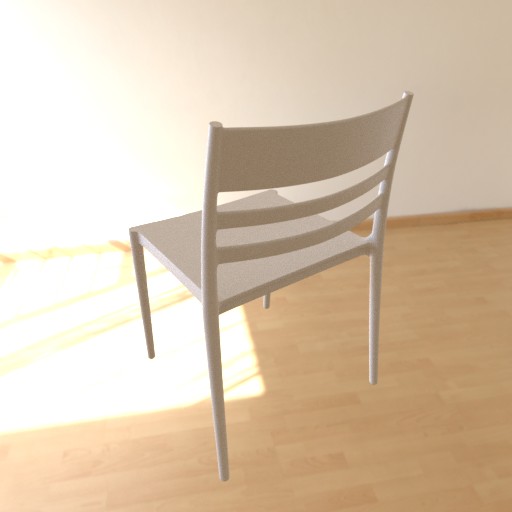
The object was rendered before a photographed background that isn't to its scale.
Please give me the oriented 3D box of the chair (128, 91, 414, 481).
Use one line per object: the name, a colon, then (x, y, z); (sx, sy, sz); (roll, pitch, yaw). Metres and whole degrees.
chair: (0.000, 0.000, 1.117); (0.531, 0.800, 0.511); (-20, 35, -30)
